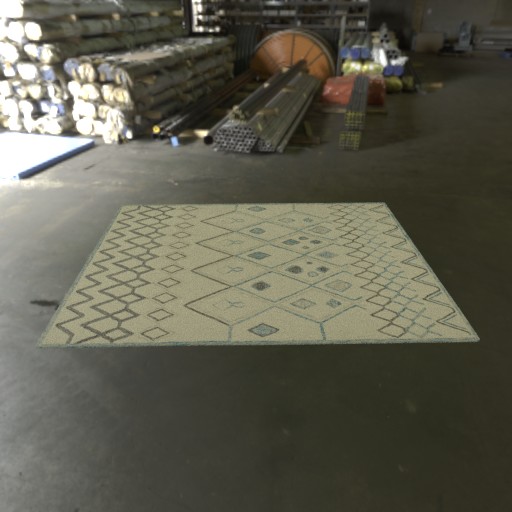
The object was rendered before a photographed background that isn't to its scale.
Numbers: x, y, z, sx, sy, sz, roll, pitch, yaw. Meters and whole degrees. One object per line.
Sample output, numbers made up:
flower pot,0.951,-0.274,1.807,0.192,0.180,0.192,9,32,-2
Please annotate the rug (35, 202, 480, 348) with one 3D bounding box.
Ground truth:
rug,0.000,0.000,4.086,3.056,0.013,2.441,-1,30,-1
